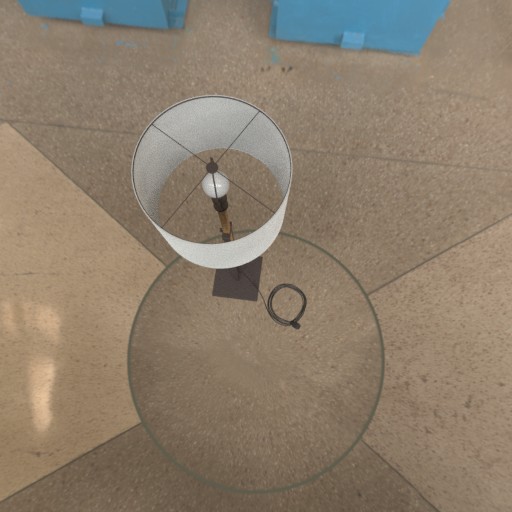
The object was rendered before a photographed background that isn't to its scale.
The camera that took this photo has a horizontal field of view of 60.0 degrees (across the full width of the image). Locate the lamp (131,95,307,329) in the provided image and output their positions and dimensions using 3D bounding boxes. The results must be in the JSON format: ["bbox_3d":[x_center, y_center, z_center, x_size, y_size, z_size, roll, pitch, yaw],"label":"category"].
[{"bbox_3d":[0.000,0.000,1.912,0.639,1.650,0.474,7,78,2],"label":"lamp"}]
